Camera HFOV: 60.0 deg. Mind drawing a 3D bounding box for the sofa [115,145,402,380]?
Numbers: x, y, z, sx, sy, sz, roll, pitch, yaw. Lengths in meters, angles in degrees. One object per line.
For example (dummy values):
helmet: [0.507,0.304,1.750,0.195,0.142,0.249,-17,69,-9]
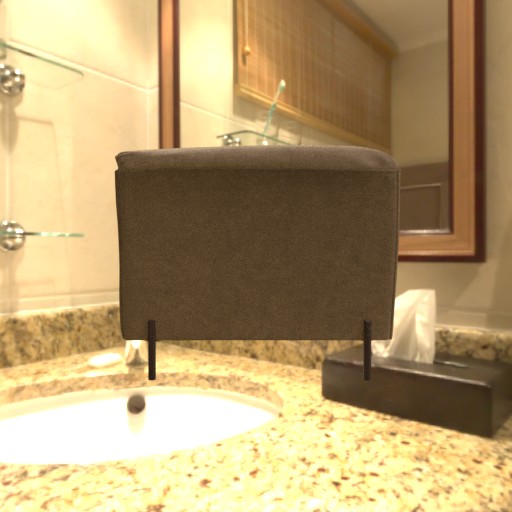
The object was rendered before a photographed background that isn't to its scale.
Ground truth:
sofa: [0.000,0.000,2.291,0.905,0.747,1.878,0,1,0]
